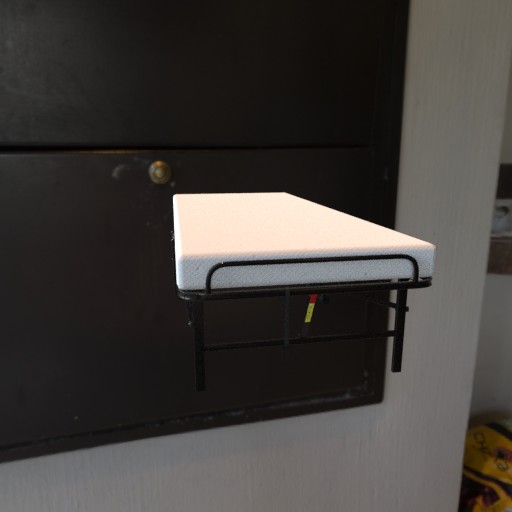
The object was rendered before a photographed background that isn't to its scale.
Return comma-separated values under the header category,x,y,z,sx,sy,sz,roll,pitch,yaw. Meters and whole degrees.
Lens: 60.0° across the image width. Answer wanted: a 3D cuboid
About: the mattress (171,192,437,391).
category,x,y,z,sx,sy,sz,roll,pitch,yaw
mattress,0.000,0.000,2.485,0.922,0.519,2.153,-2,13,-10
